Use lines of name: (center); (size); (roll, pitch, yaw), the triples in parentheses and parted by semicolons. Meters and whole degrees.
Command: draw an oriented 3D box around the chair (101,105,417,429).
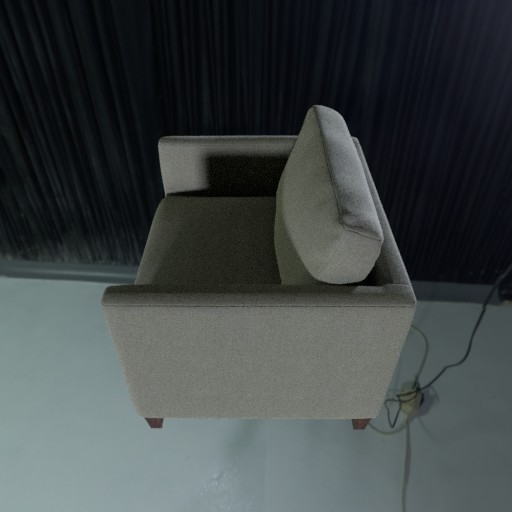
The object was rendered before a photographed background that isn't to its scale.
chair: (0.000, 0.000, 1.845); (0.959, 0.963, 1.107); (0, 41, 0)
